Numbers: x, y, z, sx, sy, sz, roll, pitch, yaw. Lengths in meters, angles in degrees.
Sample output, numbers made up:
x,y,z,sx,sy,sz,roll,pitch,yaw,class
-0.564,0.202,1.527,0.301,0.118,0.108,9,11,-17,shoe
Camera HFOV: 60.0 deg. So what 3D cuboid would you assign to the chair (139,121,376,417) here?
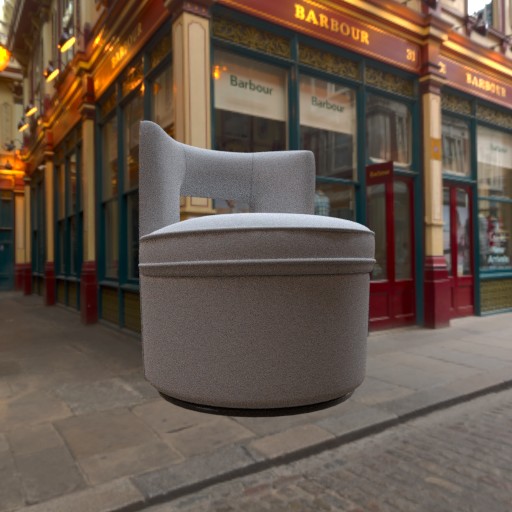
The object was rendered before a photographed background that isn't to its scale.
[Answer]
x,y,z,sx,sy,sz,roll,pitch,yaw,class
0.000,0.000,1.259,0.650,0.723,0.665,0,0,-35,chair
